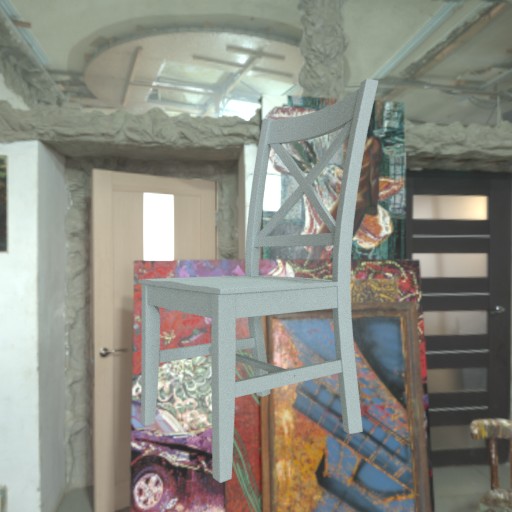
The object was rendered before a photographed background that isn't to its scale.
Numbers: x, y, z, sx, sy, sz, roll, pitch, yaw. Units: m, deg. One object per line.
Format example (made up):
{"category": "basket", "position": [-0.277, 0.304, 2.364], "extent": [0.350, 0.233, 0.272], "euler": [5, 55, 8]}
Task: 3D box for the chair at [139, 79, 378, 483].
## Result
{"category": "chair", "position": [0.000, 0.000, 1.288], "extent": [0.542, 0.983, 0.485], "euler": [0, 0, -37]}
